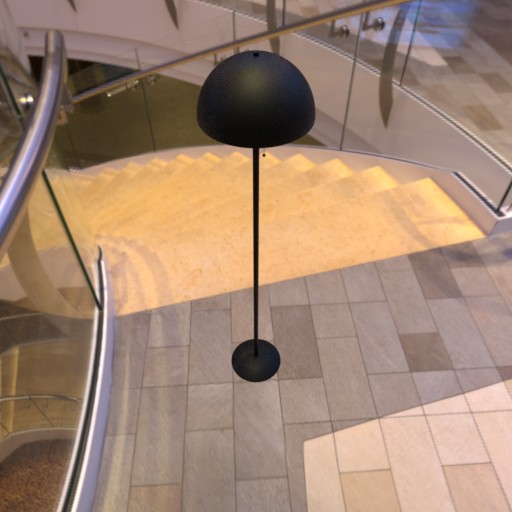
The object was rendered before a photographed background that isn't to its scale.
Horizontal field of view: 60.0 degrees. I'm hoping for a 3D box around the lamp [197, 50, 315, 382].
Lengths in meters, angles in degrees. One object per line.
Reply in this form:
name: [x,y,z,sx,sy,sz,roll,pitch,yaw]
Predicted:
lamp: [0.000,0.000,1.642,0.328,1.480,0.328,32,54,26]
